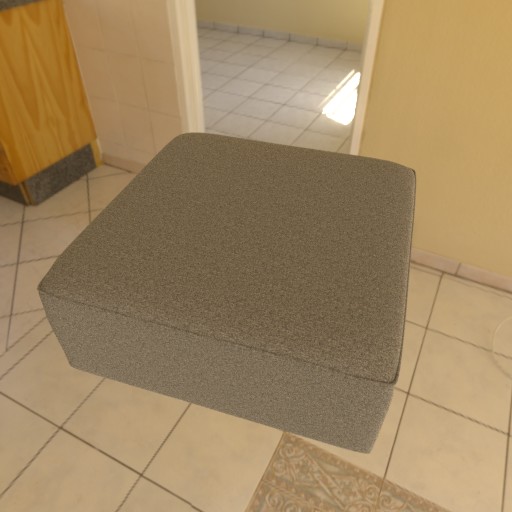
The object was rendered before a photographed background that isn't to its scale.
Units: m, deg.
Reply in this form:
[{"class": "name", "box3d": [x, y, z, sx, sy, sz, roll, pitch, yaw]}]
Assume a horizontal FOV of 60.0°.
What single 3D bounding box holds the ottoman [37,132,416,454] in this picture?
[{"class": "ottoman", "box3d": [0.000, 0.000, 1.586, 1.005, 0.464, 1.015, 12, 43, 13]}]
